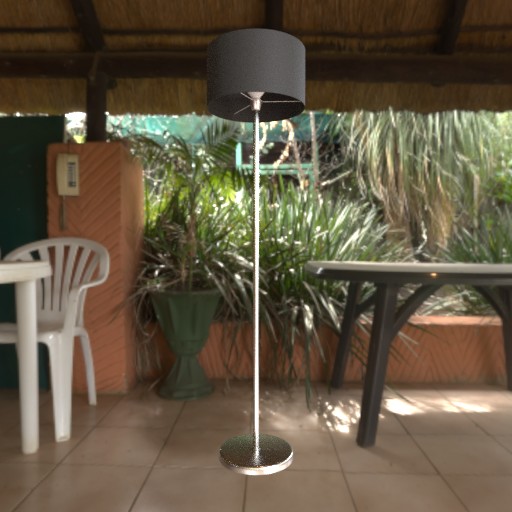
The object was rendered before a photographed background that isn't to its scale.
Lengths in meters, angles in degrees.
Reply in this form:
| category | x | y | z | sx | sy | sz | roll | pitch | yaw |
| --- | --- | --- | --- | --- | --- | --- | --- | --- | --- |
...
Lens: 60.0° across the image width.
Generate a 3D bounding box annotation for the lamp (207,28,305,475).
| category | x | y | z | sx | sy | sz | roll | pitch | yaw |
| --- | --- | --- | --- | --- | --- | --- | --- | --- | --- |
| lamp | 0.000 | 0.000 | 1.586 | 0.348 | 1.443 | 0.348 | 0 | 1 | 0 |
